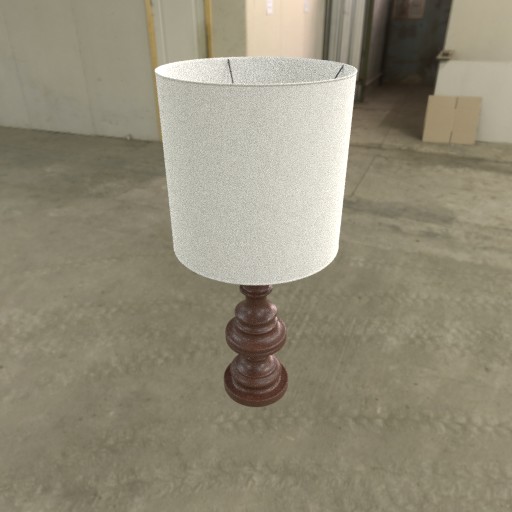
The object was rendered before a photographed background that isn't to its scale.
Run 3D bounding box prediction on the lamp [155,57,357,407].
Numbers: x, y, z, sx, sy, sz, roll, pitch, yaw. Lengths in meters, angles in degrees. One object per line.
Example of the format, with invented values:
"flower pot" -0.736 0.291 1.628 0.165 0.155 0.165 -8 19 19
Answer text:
"lamp" 0.000 0.000 0.578 0.208 0.455 0.208 -22 37 -33
